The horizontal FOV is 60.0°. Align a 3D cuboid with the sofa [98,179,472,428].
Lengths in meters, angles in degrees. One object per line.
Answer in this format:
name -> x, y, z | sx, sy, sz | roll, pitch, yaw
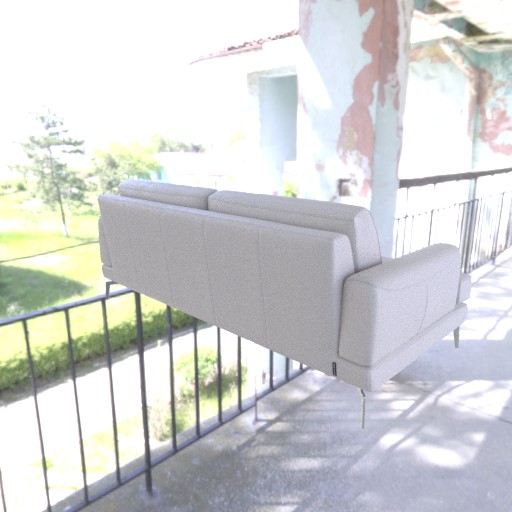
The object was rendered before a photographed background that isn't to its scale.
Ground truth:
sofa -> 0.000, 0.000, 2.396 | 1.940, 0.765, 0.974 | 14, 20, 42
